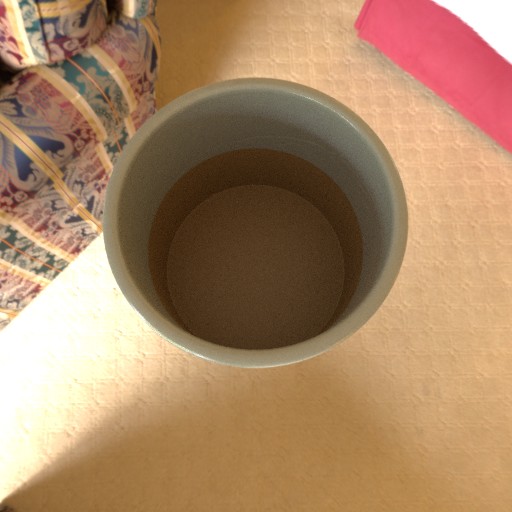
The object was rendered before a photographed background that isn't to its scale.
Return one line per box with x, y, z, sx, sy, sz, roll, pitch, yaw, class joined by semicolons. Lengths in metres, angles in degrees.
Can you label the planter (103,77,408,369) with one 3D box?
0.000;0.000;0.728;0.348;0.480;0.360;5;76;1;planter
